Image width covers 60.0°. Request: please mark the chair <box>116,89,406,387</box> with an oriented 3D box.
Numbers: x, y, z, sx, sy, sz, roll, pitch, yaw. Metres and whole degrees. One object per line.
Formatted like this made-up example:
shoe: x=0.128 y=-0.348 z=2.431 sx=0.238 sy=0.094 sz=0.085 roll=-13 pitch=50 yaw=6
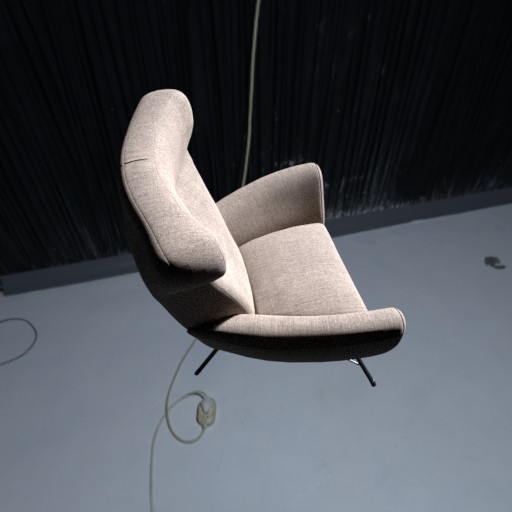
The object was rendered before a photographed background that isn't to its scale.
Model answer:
chair: x=0.000 y=0.000 z=1.751 sx=0.900 sy=1.040 sz=0.980 roll=-9 pitch=47 yaw=-9
